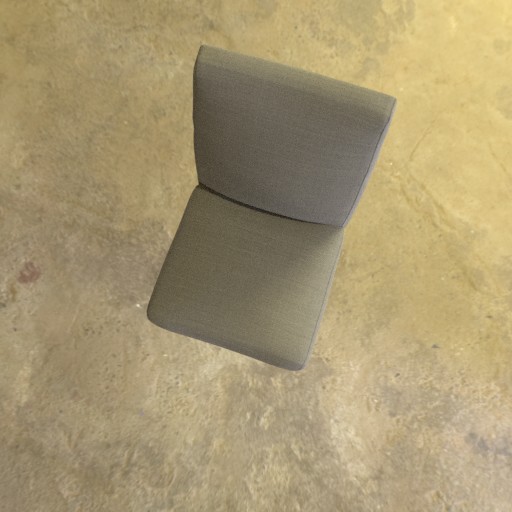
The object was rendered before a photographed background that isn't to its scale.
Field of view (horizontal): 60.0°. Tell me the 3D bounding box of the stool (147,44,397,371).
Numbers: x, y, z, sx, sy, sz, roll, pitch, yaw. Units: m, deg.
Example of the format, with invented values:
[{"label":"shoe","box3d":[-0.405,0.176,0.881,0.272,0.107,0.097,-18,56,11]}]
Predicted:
[{"label":"stool","box3d":[0.000,0.000,1.304,0.459,1.019,0.570,17,76,4]}]
